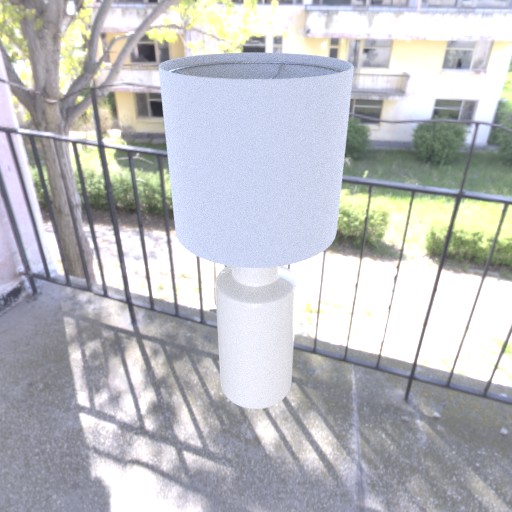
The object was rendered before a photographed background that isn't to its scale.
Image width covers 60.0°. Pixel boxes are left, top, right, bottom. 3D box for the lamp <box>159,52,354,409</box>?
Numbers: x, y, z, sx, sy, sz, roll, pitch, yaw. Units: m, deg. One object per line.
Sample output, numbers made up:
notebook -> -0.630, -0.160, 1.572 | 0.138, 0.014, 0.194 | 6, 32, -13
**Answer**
lamp -> 0.000, 0.000, 0.614 | 0.212, 0.493, 0.212 | 11, 32, 17
